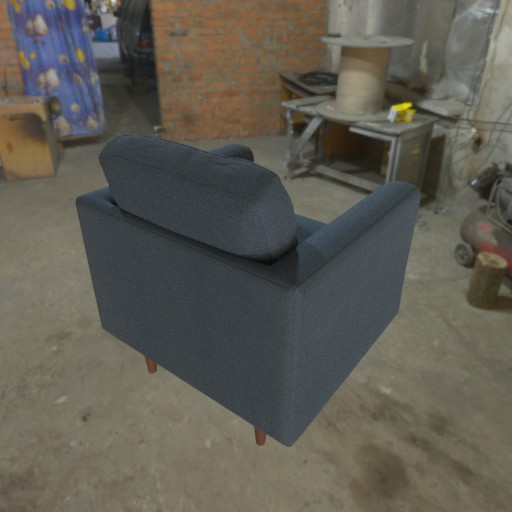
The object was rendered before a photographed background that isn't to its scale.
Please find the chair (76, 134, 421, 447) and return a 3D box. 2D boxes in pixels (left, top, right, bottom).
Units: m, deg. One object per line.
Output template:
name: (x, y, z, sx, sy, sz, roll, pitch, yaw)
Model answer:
chair: (0.000, 0.000, 1.569, 0.855, 0.922, 0.820, 21, 37, 31)
